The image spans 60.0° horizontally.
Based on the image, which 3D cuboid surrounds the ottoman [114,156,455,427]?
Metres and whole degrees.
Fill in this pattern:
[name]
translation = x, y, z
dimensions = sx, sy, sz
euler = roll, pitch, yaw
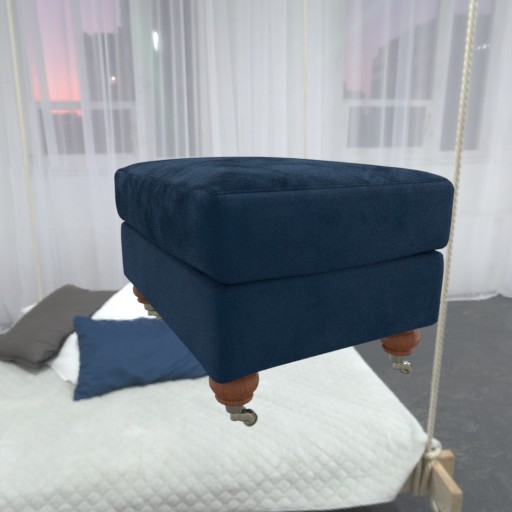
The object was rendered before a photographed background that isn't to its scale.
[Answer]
[ottoman]
translation = 0.000, 0.000, 1.157
dimensions = 0.572, 0.503, 0.773
euler = -7, 16, -27
